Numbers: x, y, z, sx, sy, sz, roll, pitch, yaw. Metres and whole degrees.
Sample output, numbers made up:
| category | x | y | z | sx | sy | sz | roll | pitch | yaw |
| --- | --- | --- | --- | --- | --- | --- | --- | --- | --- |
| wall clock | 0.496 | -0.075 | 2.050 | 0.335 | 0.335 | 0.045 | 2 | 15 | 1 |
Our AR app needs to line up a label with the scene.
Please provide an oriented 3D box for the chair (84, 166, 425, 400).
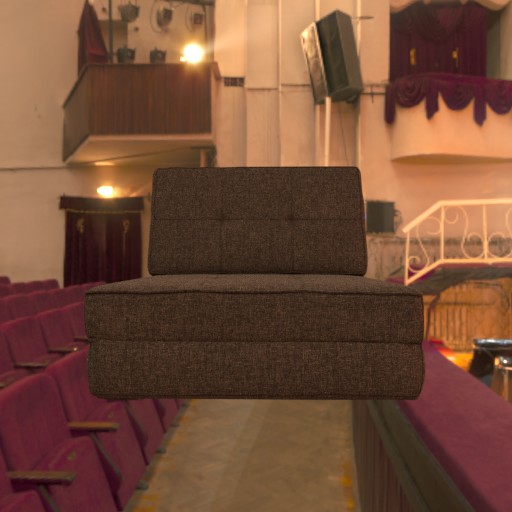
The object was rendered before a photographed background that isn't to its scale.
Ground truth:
| category | x | y | z | sx | sy | sz | roll | pitch | yaw |
| --- | --- | --- | --- | --- | --- | --- | --- | --- | --- |
| chair | 0.000 | 0.000 | 1.316 | 0.740 | 0.615 | 0.800 | 0 | 0 | 1 |
